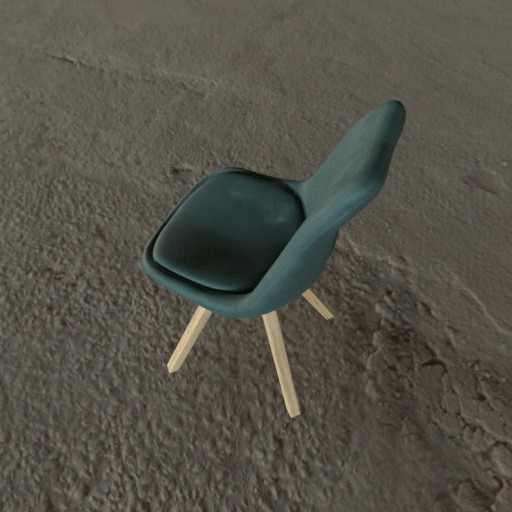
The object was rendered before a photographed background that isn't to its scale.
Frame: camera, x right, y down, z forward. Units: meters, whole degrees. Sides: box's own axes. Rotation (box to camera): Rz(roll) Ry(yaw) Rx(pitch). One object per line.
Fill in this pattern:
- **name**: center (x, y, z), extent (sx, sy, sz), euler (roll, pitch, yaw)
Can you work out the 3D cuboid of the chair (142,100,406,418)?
- **chair**: center (0.000, 0.000, 1.179), extent (0.547, 0.865, 0.483), euler (17, 51, 14)
